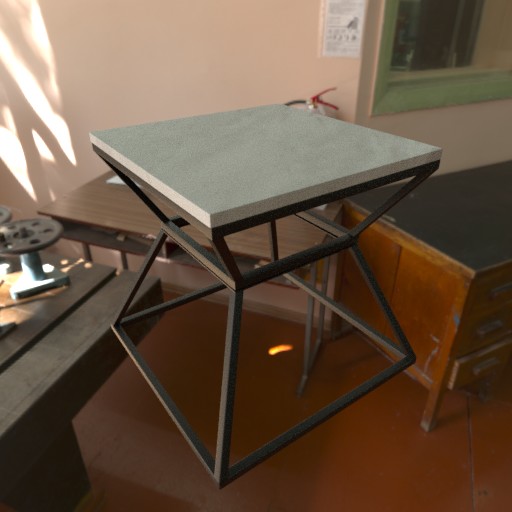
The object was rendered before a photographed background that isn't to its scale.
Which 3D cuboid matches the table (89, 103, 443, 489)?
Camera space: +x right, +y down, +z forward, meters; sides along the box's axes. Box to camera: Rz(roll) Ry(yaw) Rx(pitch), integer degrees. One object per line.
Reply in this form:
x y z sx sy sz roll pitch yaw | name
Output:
0.000 0.000 0.818 0.455 0.431 0.455 -20 36 -30 | table
